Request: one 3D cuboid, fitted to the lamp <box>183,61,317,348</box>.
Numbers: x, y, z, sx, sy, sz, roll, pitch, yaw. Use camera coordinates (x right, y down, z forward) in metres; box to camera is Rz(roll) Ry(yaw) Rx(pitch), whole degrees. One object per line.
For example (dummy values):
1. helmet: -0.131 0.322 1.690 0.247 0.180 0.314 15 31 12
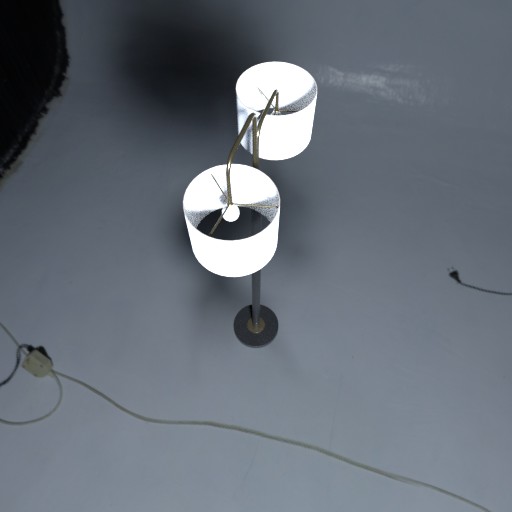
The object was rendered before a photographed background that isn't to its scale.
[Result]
1. lamp: 0.000 0.000 1.838 0.254 1.587 0.711 14 61 8
